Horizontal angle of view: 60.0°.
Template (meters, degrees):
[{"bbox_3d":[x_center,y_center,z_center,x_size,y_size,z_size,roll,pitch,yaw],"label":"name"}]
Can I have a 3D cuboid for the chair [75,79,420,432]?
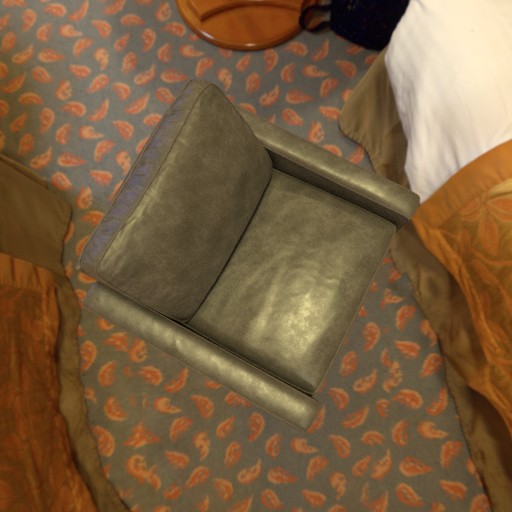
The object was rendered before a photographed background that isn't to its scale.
[{"bbox_3d":[0.000,0.000,1.769,0.939,0.916,1.006,28,79,6],"label":"chair"}]
